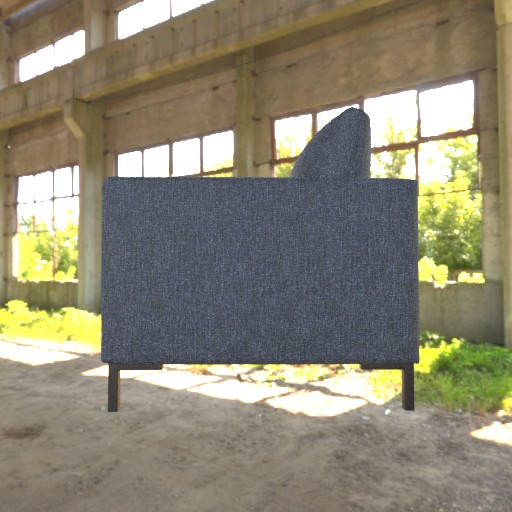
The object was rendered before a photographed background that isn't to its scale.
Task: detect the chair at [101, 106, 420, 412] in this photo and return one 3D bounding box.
[{"bbox_3d":[0.000,0.000,1.632,0.866,0.861,0.963,0,-2,-1],"label":"chair"}]
